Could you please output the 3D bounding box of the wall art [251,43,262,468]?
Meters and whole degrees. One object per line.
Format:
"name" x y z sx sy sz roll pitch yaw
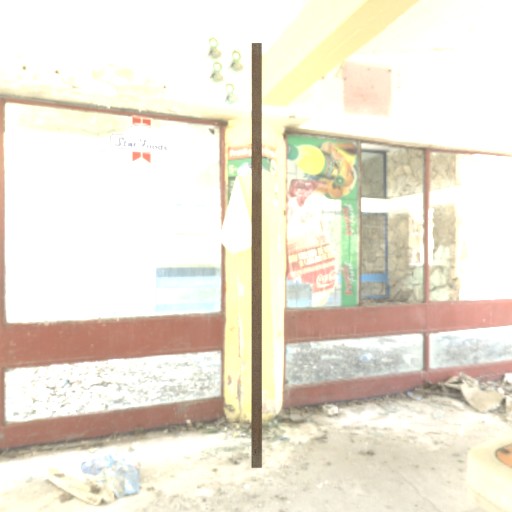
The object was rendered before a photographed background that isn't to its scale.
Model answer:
"wall art" 0.000 0.000 1.313 0.019 0.774 1.012 0 0 0
